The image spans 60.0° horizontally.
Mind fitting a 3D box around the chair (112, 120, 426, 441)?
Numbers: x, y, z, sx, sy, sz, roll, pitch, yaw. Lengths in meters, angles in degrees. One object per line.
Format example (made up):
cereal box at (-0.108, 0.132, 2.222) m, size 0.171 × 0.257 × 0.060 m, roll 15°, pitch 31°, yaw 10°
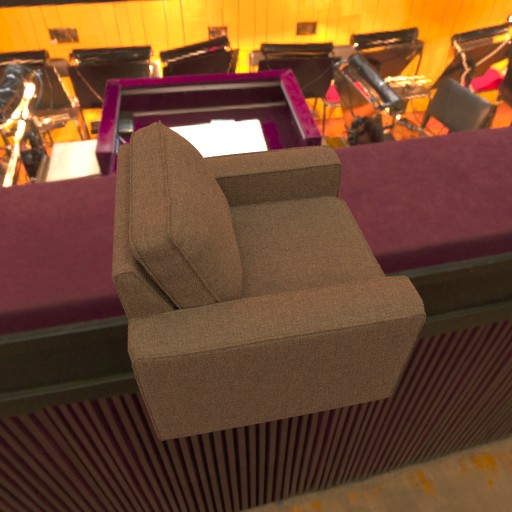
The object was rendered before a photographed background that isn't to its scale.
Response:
chair at (0.000, 0.000, 1.753) m, size 0.940 × 0.914 × 1.016 m, roll -8°, pitch 46°, yaw -8°
